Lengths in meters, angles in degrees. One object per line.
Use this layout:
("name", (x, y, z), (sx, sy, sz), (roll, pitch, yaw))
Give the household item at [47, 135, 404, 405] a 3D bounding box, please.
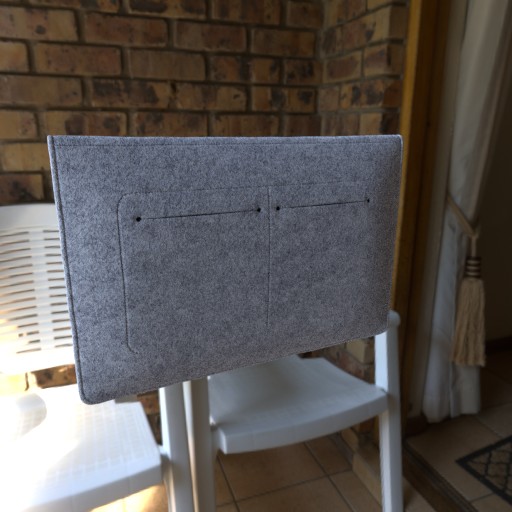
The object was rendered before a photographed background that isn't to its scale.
("household item", (0.000, 0.000, 0.420), (0.335, 0.221, 0.057), (-7, 17, -25))
